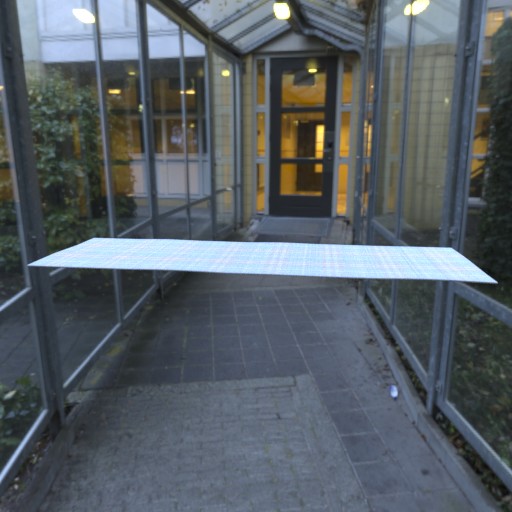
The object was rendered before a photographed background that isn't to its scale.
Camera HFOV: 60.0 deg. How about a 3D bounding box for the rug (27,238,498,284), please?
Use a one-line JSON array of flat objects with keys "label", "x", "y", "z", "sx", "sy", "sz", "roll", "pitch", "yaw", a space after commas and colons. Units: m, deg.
[{"label": "rug", "x": 0.000, "y": 0.000, "z": 2.644, "sx": 2.439, "sy": 0.013, "sz": 0.762, "roll": 2, "pitch": 14, "yaw": 7}]
